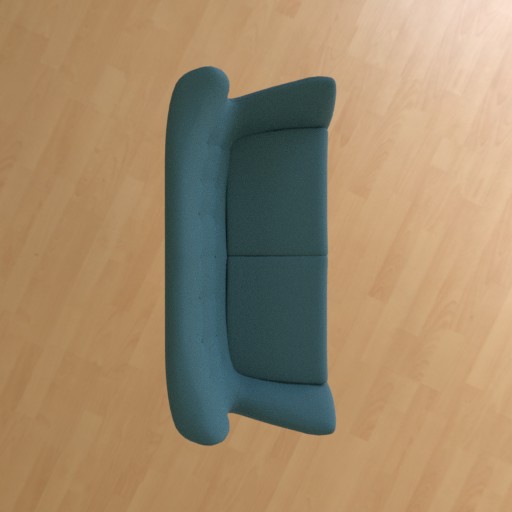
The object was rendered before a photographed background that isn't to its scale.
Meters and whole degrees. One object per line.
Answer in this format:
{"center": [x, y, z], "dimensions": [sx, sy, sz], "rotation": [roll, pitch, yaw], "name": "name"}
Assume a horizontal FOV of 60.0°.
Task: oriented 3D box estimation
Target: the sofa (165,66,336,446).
{"center": [0.000, 0.000, 2.540], "dimensions": [0.889, 0.890, 1.930], "rotation": [0, 90, 0], "name": "sofa"}
